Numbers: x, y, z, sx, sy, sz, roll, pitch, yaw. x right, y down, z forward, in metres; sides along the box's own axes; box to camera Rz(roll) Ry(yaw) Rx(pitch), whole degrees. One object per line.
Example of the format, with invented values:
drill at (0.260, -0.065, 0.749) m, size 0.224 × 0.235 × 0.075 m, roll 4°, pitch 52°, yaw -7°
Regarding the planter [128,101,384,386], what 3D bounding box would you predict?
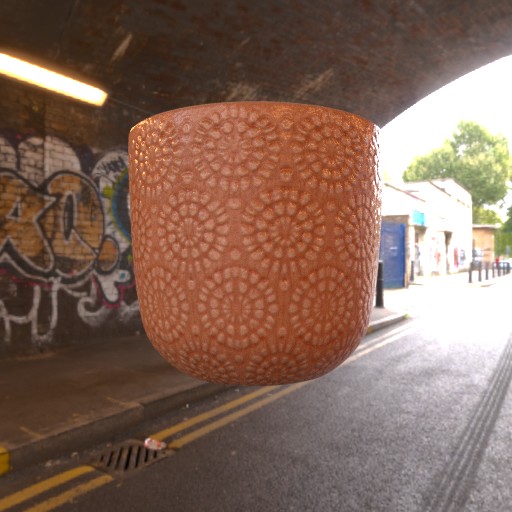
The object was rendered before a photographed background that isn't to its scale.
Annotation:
planter at (0.000, 0.000, 0.375) m, size 0.208 × 0.190 × 0.208 m, roll 0°, pitch 0°, yaw 0°
